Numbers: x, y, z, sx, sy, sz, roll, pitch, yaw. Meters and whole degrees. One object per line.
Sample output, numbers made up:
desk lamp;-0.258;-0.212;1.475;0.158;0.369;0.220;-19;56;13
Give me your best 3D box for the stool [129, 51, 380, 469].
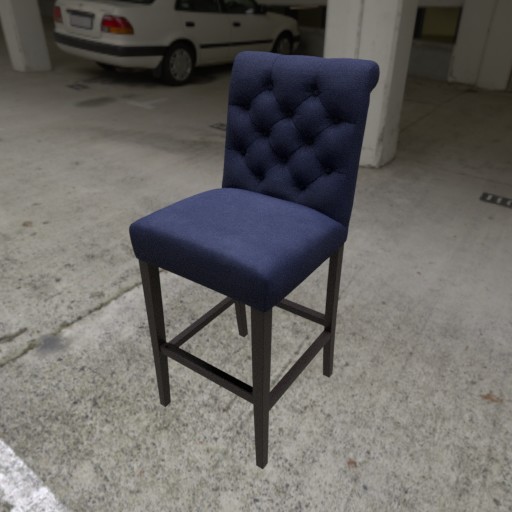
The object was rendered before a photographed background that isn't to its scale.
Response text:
stool;0.000;0.000;1.422;0.493;1.140;0.601;20;36;30
